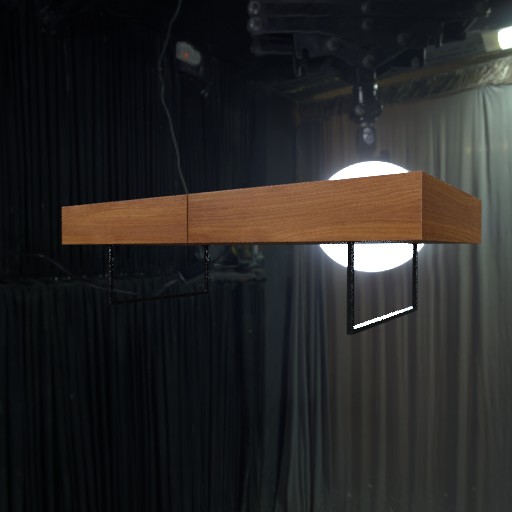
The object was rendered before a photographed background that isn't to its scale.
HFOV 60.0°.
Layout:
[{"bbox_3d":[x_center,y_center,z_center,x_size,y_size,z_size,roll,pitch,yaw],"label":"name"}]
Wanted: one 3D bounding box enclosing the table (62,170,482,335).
[{"bbox_3d":[0.000,0.000,1.409,1.194,0.330,0.610,1,1,36],"label":"table"}]
